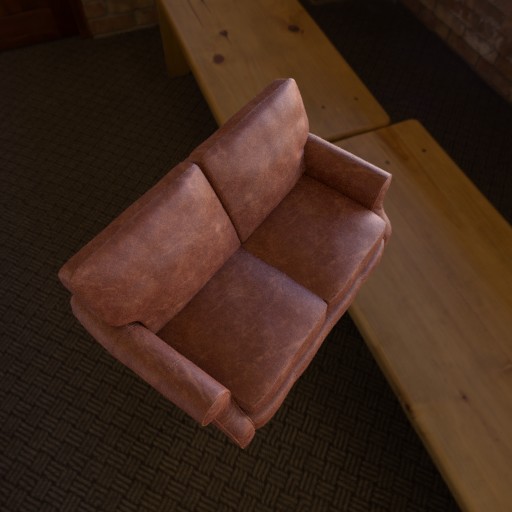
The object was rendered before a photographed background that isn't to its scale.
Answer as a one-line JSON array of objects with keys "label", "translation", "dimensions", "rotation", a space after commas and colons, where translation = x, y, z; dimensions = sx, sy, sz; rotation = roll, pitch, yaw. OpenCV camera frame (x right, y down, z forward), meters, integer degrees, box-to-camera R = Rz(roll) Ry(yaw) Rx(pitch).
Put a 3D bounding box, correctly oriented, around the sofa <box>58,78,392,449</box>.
[{"label": "sofa", "translation": [0.000, 0.000, 2.253], "dimensions": [0.990, 0.967, 1.616], "rotation": [32, 63, 19]}]
